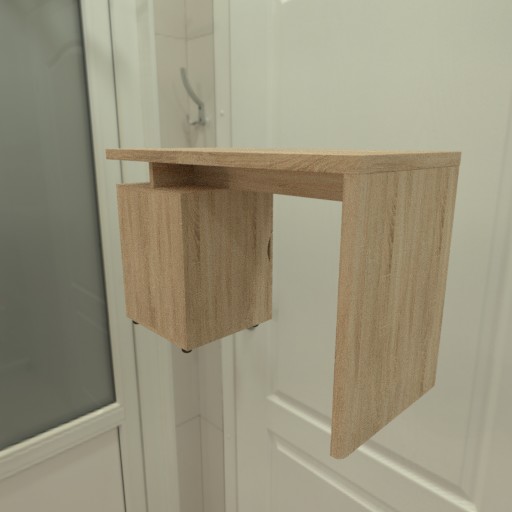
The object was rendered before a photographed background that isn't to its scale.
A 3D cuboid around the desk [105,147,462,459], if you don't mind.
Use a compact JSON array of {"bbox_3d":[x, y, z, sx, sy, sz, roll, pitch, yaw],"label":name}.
[{"bbox_3d":[0.000,0.000,1.633,0.550,0.760,1.200,-13,20,-42],"label":"desk"}]
